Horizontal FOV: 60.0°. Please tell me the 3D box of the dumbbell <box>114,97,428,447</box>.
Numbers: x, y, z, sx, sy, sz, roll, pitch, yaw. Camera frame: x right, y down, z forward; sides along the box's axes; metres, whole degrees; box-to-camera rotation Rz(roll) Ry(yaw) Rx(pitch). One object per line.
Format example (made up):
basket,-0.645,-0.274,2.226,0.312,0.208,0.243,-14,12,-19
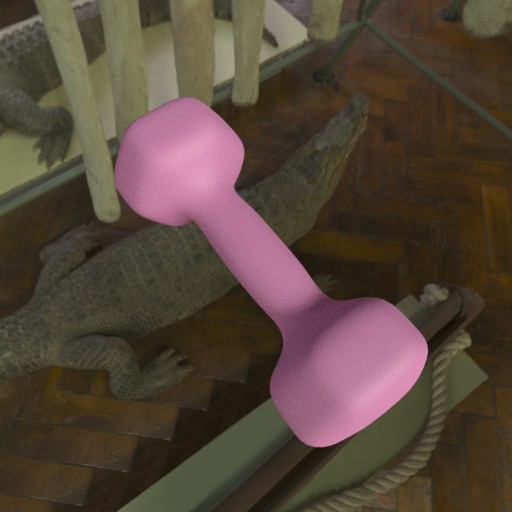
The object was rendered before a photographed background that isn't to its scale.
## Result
dumbbell,0.000,0.000,0.191,0.064,0.058,0.159,-33,69,-15
